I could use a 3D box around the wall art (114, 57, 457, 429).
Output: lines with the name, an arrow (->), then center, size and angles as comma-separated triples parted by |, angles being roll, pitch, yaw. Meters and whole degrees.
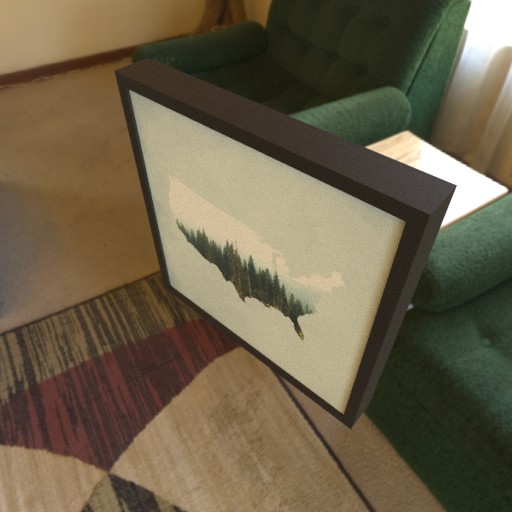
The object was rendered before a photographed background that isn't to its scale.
wall art -> 0.000, 0.000, 0.449 | 0.304, 0.304, 0.038 | 32, 54, 27
